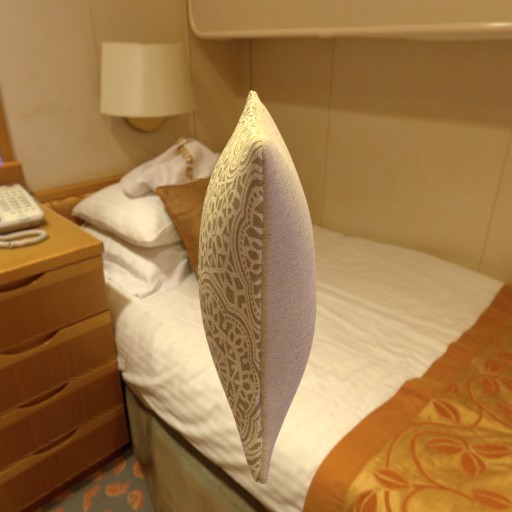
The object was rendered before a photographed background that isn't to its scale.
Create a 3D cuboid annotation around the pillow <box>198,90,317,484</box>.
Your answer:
[{"bbox_3d":[0.000,0.000,0.651,0.167,0.421,0.438,-1,25,-1],"label":"pillow"}]
